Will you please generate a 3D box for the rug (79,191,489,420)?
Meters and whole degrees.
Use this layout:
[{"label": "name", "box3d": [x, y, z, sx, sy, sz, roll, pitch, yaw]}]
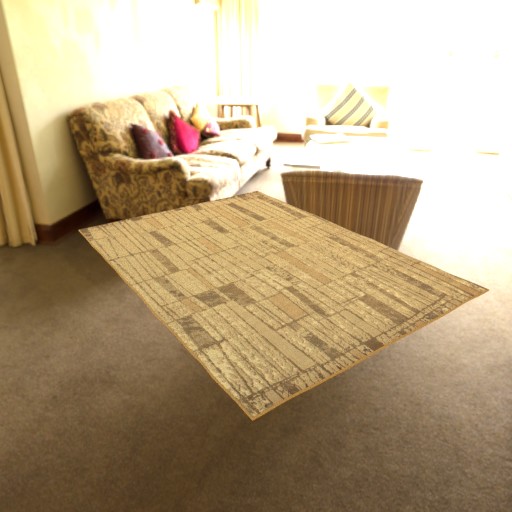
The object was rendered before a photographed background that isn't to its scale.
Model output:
[{"label": "rug", "box3d": [0.000, 0.000, 4.313, 2.449, 0.019, 3.357, -17, 31, -31]}]
